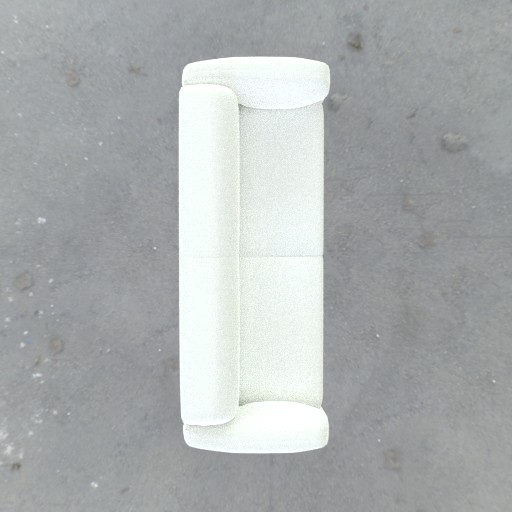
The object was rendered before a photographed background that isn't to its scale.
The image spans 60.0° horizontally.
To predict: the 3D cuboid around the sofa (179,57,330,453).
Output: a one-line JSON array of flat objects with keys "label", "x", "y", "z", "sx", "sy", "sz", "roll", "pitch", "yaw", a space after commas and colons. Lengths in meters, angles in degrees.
[{"label": "sofa", "x": 0.000, "y": 0.000, "z": 2.725, "sx": 0.870, "sy": 0.780, "sz": 2.280, "roll": 0, "pitch": 91, "yaw": 0}]
